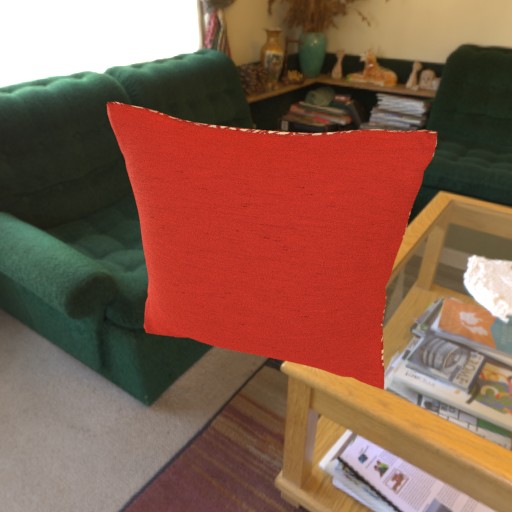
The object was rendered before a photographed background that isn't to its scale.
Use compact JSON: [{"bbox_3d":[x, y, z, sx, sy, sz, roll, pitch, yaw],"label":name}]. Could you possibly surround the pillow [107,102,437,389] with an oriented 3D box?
[{"bbox_3d":[0.000,0.000,0.667,0.438,0.419,0.162,10,34,16],"label":"pillow"}]
